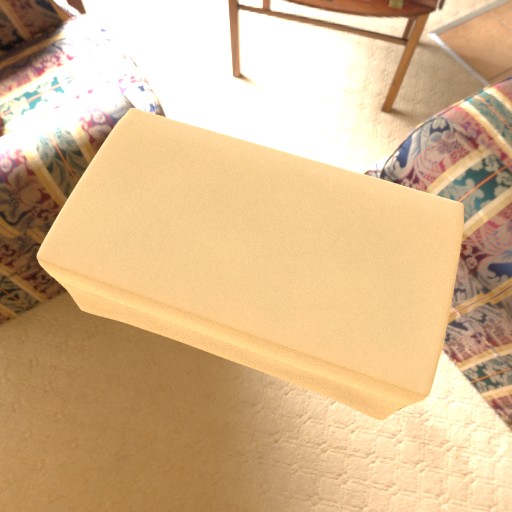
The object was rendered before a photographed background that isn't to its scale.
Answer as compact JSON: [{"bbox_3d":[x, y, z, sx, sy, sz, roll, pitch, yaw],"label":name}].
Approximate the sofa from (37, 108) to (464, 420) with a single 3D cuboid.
[{"bbox_3d":[0.000,0.000,2.078,1.677,0.552,0.939,18,66,8],"label":"sofa"}]
